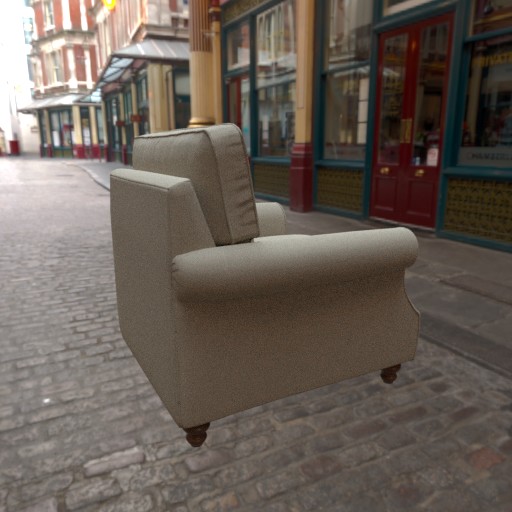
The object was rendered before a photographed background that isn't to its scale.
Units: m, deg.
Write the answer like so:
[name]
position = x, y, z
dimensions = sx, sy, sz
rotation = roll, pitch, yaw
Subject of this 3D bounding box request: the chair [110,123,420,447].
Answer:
[chair]
position = 0.000, 0.000, 1.764
dimensions = 0.966, 0.967, 1.029
rotation = -7, 15, -28
